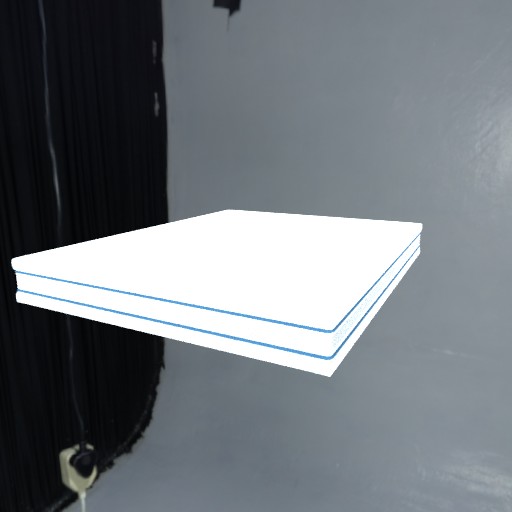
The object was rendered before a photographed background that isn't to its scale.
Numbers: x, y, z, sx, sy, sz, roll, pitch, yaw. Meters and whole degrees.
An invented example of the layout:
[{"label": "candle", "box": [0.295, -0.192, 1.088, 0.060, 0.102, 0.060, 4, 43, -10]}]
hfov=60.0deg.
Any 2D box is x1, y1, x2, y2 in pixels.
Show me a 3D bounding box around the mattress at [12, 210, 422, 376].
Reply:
[{"label": "mattress", "box": [0.000, 0.000, 2.640, 1.600, 0.230, 2.000, 7, 15, 27]}]
